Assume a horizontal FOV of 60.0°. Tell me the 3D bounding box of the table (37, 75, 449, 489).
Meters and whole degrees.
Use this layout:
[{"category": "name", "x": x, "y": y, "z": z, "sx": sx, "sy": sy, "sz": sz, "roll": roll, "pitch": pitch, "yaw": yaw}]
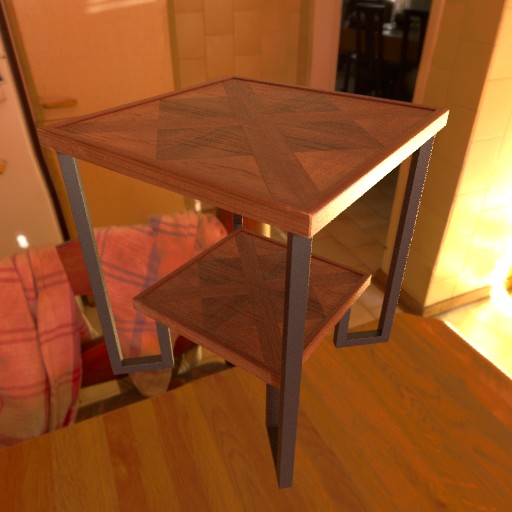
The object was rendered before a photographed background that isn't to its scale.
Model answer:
[{"category": "table", "x": 0.000, "y": 0.000, "z": 0.908, "sx": 0.503, "sy": 0.563, "sz": 0.503, "roll": 22, "pitch": 39, "yaw": 29}]
